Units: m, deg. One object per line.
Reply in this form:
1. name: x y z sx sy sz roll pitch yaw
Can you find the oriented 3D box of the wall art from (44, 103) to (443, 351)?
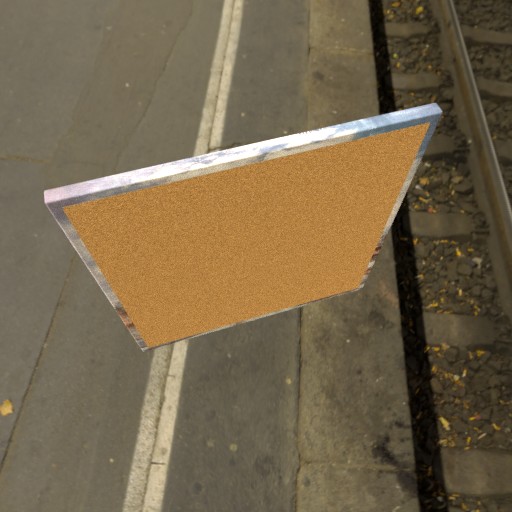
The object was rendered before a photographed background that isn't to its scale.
1. wall art: 0.000 0.000 1.338 0.888 0.897 0.035 -15 60 -9
